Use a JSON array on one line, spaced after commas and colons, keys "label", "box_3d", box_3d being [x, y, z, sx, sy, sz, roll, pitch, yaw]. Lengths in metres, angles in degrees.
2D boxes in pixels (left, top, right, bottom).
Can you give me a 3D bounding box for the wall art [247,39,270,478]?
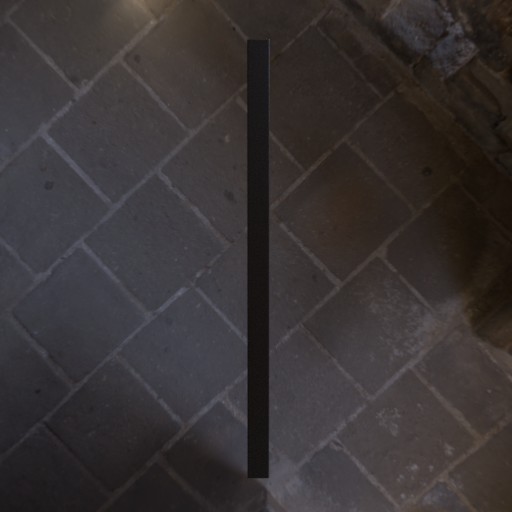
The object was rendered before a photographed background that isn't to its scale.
[{"label": "wall art", "box_3d": [0.000, 0.000, 1.153, 0.038, 0.765, 0.765, 0, 91, -1]}]
